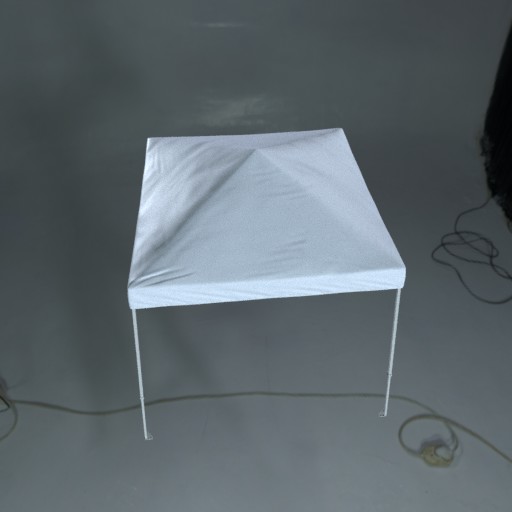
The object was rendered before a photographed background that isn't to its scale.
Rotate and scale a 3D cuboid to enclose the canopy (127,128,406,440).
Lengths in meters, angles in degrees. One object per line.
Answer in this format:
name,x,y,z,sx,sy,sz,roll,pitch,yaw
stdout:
canopy,0.000,0.000,6.515,3.600,3.600,3.599,-4,46,-4
